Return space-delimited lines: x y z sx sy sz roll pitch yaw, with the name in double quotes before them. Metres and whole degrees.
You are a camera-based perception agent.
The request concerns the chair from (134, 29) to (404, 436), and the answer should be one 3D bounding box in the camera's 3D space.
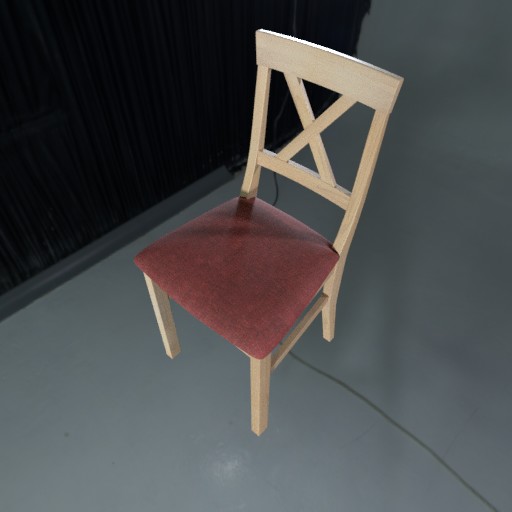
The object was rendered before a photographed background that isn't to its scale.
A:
"chair" 0.000 0.000 1.160 0.439 0.912 0.492 33 55 27
